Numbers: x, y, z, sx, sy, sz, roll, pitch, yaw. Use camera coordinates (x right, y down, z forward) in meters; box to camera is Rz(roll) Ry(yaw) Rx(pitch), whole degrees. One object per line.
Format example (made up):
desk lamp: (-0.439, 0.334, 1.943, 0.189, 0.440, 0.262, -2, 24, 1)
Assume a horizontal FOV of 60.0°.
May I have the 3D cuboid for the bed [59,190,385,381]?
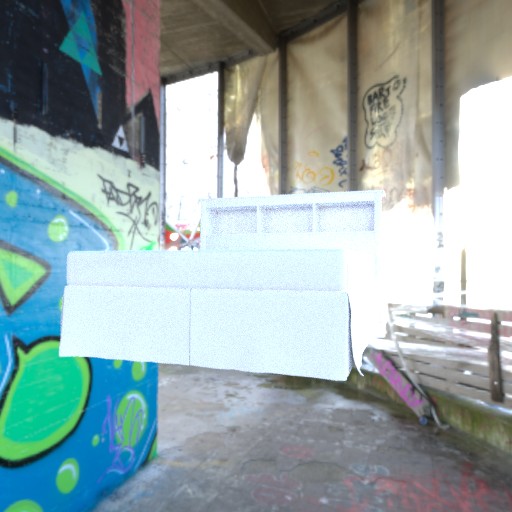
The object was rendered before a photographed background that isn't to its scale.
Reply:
bed: (0.000, 0.000, 3.135, 1.671, 1.092, 2.133, 0, -1, 19)
